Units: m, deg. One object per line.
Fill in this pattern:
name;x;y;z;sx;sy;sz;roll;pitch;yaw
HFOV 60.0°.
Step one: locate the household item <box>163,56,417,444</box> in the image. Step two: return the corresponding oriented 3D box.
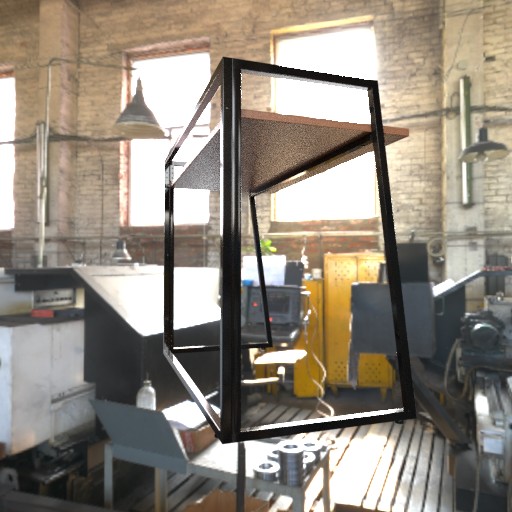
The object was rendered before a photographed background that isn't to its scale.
household item;0.000;0.000;1.547;0.510;0.860;1.050;0;-1;-19
